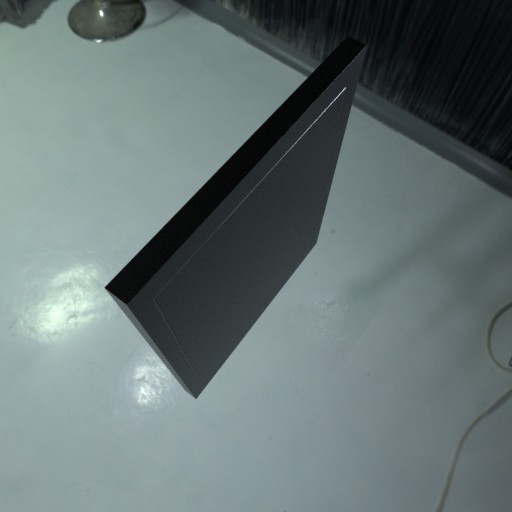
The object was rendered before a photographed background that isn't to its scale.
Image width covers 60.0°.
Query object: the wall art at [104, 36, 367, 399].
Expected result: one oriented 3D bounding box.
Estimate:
[{"bbox_3d":[0.000,0.000,0.765,0.031,0.558,0.461,33,68,16],"label":"wall art"}]
